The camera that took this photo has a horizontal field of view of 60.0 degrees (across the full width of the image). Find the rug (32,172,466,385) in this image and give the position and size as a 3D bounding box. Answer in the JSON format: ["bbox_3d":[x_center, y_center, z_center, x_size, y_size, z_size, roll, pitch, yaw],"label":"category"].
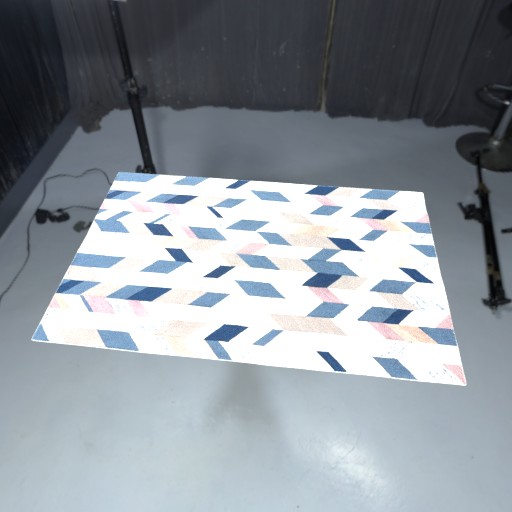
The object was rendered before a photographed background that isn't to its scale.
[{"bbox_3d":[0.000,0.000,2.227,1.813,0.006,1.202,5,48,4],"label":"rug"}]
